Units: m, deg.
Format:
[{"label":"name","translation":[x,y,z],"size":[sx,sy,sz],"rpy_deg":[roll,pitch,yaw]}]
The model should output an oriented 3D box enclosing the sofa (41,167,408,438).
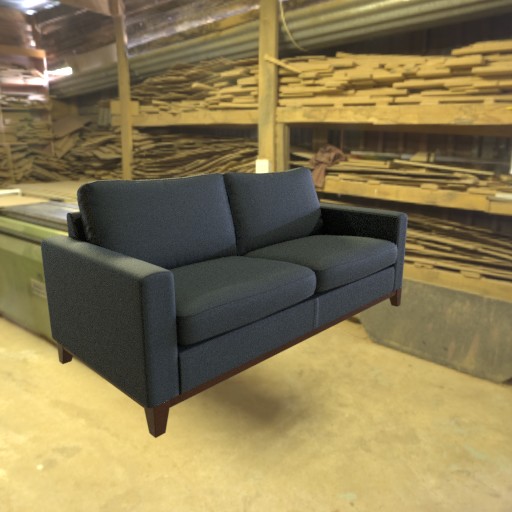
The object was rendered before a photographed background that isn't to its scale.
[{"label":"sofa","translation":[0.000,0.000,2.398],"size":[0.877,0.865,1.900],"rpy_deg":[14,20,42]}]
